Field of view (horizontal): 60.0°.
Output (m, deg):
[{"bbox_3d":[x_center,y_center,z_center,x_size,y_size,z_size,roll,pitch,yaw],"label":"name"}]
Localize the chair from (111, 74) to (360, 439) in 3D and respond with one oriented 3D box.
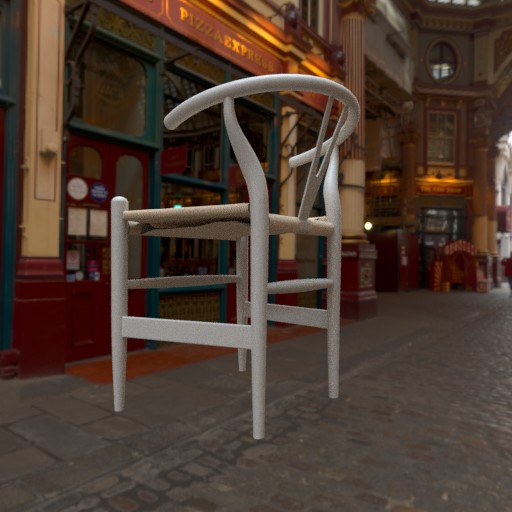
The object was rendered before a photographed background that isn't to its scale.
[{"bbox_3d":[0.000,0.000,1.109,0.500,0.736,0.533,0,-1,37],"label":"chair"}]
